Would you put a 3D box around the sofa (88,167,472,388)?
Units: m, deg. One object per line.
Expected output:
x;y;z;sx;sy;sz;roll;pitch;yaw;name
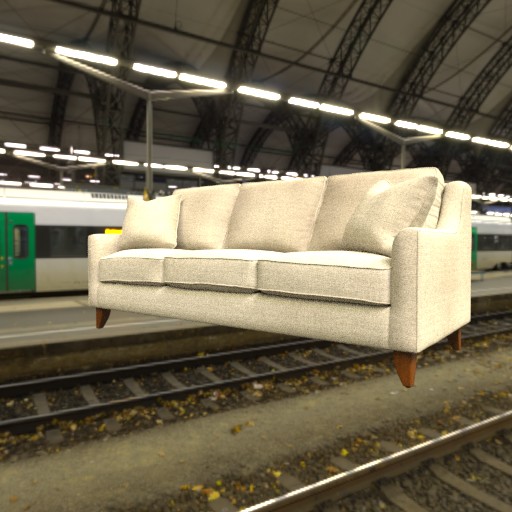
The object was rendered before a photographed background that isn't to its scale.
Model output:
0.000;0.000;2.449;2.031;0.914;0.865;1;2;37;sofa
